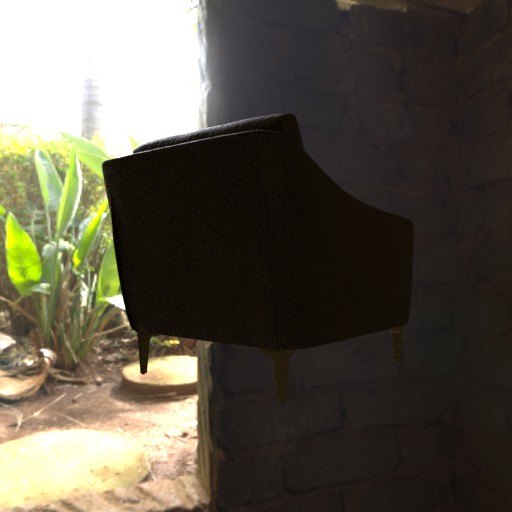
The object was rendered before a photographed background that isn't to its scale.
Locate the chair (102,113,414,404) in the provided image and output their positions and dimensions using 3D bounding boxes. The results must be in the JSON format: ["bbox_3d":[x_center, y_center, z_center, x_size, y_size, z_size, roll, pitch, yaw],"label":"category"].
[{"bbox_3d":[0.000,0.000,1.765,0.988,0.901,0.961,0,-1,35],"label":"chair"}]
